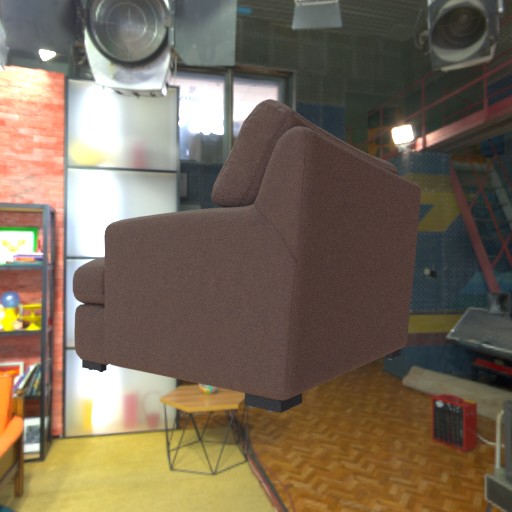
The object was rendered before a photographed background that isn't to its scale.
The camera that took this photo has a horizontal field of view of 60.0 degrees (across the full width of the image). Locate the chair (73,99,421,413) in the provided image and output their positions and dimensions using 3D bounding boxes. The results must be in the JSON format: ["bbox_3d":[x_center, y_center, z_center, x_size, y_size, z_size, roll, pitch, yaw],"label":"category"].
[{"bbox_3d":[0.000,0.000,1.965,1.143,0.940,1.168,-1,-2,36],"label":"chair"}]
